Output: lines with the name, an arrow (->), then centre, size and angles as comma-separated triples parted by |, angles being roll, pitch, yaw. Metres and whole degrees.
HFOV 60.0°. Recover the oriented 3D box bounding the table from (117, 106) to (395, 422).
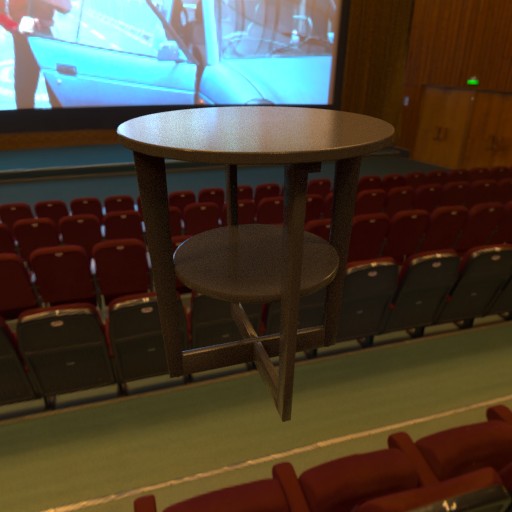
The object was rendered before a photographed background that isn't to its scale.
table -> 0.000, 0.000, 0.946 | 0.500, 0.550, 0.500 | 0, 25, 0
